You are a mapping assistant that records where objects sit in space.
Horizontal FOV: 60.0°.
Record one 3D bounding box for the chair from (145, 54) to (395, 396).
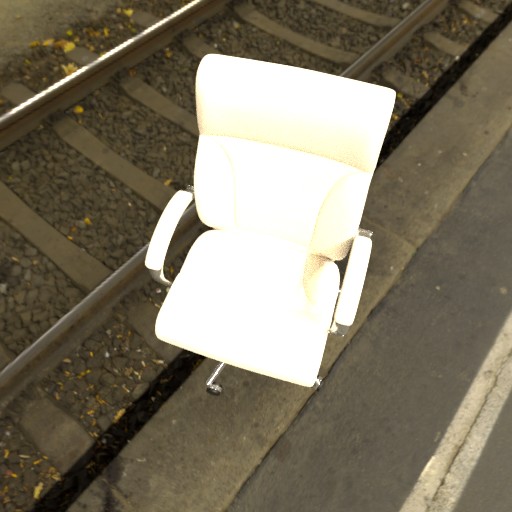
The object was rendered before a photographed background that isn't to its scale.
[{"bbox_3d":[0.000,0.000,1.553,0.727,1.099,0.745,15,59,10],"label":"chair"}]
